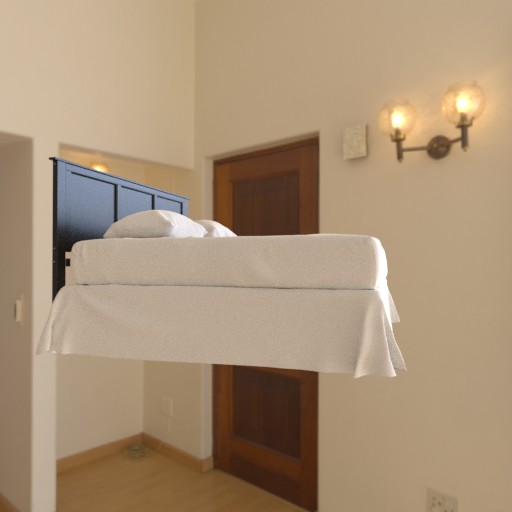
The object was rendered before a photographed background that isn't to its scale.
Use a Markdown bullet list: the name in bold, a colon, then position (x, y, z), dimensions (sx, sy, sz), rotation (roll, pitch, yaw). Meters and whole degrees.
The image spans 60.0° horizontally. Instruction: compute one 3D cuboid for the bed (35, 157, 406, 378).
- **bed**: position (0.000, 0.000, 3.542), dimensions (2.219, 1.271, 2.315), rotation (0, -1, 17)
